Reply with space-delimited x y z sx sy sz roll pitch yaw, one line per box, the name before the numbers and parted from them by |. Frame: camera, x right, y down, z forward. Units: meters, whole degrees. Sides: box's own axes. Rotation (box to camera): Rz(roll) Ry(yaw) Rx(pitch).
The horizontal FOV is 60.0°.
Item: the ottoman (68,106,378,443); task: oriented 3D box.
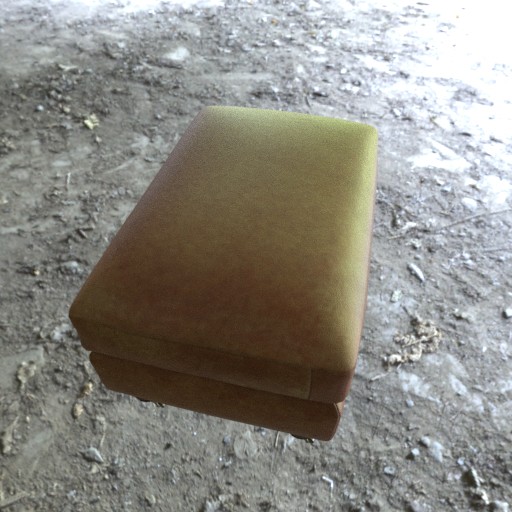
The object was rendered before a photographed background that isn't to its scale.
ottoman | 0.000 0.000 1.190 0.565 0.507 0.852 10 47 9
